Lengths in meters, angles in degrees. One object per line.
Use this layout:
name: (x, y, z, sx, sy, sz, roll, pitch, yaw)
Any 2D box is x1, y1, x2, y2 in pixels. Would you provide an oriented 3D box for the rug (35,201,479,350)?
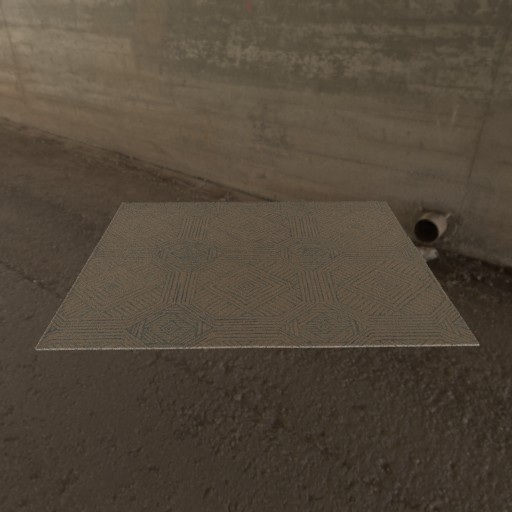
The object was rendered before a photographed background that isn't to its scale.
rug: (0.000, 0.000, 4.090, 3.049, 0.015, 2.457, 0, 31, -1)
